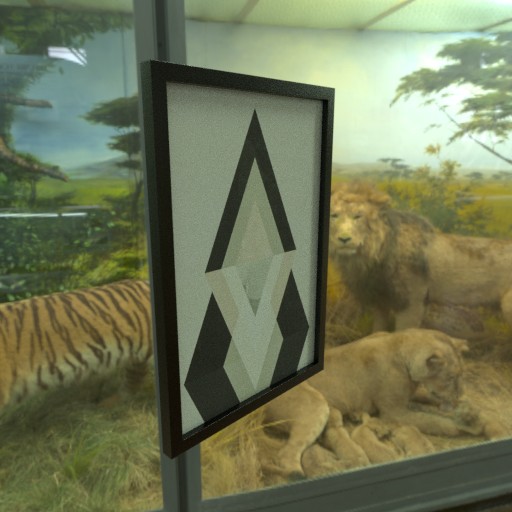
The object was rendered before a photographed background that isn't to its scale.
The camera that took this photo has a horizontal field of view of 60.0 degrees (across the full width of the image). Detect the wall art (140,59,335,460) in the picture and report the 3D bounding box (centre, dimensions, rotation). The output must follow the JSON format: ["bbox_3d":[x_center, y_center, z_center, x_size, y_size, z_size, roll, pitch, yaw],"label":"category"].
[{"bbox_3d":[0.000,0.000,0.603,0.019,0.455,0.314,13,19,43],"label":"wall art"}]
